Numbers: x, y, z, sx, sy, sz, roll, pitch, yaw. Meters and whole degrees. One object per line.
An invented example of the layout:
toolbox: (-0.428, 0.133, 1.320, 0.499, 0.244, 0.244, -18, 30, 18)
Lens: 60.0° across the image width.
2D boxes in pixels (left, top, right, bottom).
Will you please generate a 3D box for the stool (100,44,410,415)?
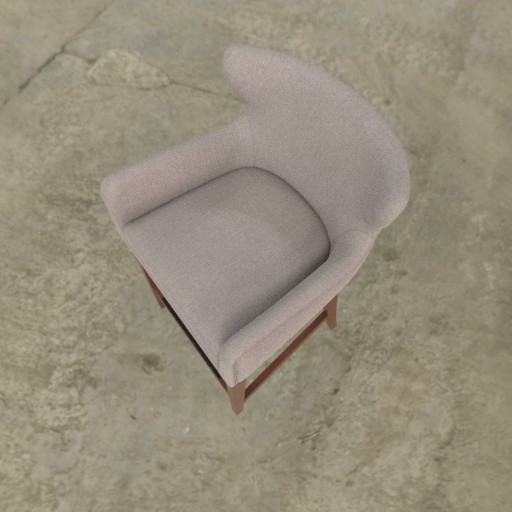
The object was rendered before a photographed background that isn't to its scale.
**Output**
stool: (0.000, 0.000, 1.300, 0.575, 0.951, 0.575, -34, 67, -16)
